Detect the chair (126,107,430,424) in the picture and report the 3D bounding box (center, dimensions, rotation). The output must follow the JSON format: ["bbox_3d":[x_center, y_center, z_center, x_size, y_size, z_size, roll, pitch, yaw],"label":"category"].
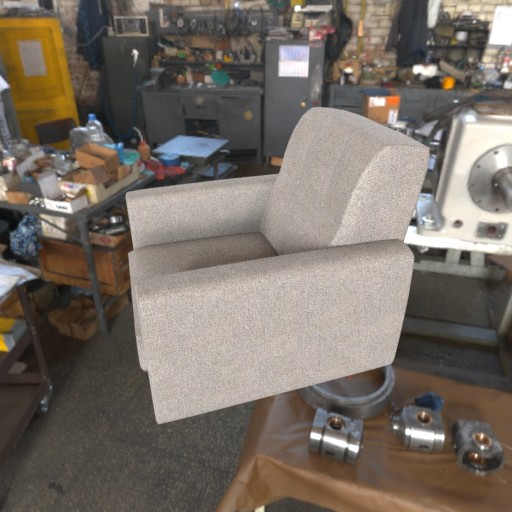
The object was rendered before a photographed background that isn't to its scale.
[{"bbox_3d":[0.000,0.000,1.689,0.942,0.968,0.845,-8,31,-14],"label":"chair"}]
